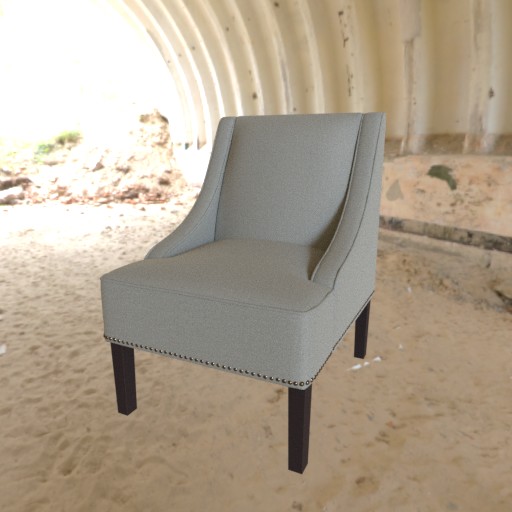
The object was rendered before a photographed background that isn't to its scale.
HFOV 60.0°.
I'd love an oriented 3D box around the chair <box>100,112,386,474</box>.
[{"bbox_3d":[0.000,0.000,1.359,0.610,0.864,0.737,7,16,25],"label":"chair"}]
